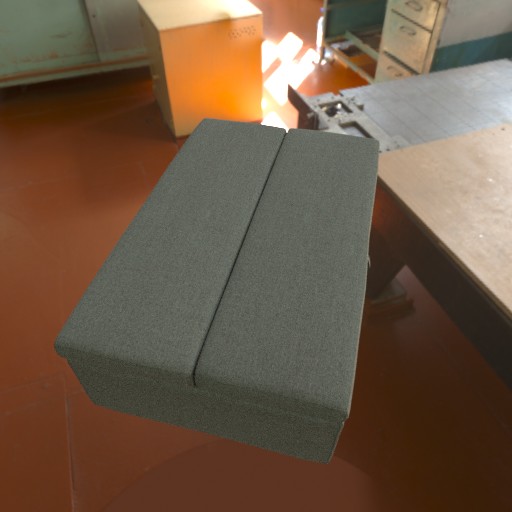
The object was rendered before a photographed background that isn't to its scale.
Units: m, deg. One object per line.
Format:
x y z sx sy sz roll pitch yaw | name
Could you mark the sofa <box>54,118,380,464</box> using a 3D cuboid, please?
0.000 0.000 1.649 0.817 0.434 1.250 10 47 10 | sofa
